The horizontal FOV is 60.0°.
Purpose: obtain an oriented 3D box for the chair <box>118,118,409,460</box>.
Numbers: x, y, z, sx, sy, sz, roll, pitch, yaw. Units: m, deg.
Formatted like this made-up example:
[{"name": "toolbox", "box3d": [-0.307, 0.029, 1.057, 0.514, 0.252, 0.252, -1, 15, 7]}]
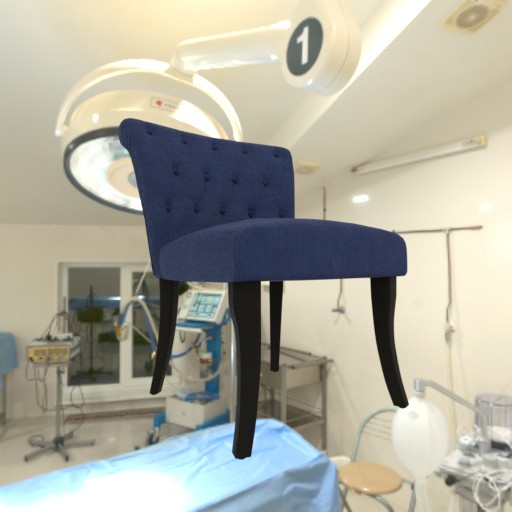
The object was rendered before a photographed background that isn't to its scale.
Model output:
[{"name": "chair", "box3d": [0.000, 0.000, 1.186, 0.585, 0.753, 0.606, 0, -1, -36]}]
